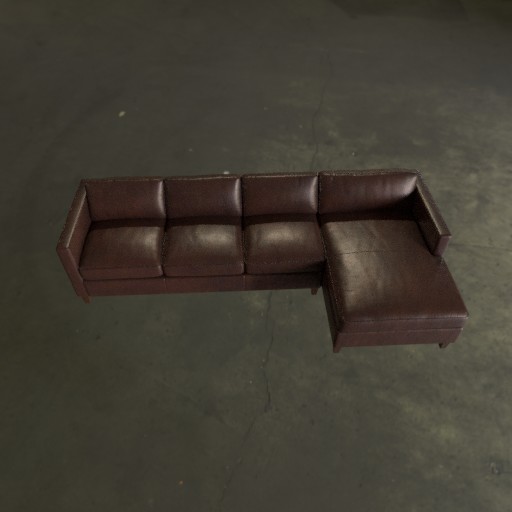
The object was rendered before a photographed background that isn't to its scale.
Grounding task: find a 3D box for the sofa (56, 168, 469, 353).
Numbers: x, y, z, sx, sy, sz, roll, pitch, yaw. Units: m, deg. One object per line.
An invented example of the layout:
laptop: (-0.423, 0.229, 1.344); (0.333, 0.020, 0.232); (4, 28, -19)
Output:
sofa: (0.000, 0.000, 3.866); (3.203, 0.883, 1.581); (-2, 47, -2)
